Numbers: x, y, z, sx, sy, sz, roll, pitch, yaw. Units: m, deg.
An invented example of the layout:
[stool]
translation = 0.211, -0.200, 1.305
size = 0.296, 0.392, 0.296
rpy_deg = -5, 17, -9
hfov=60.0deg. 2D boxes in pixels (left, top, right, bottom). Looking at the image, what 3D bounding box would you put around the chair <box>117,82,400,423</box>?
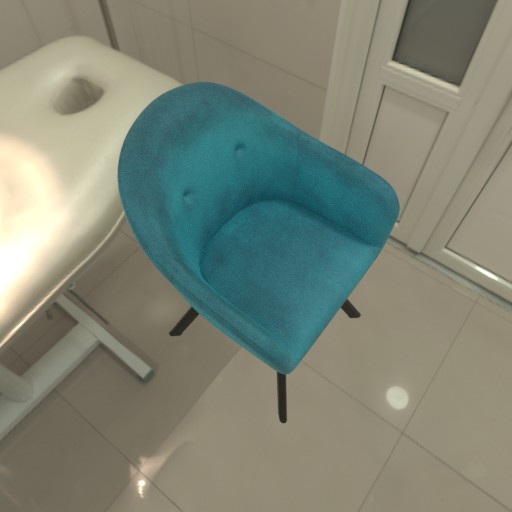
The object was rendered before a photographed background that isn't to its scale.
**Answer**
[chair]
translation = 0.000, 0.000, 1.204
size = 0.570, 0.780, 0.540
rpy_deg = 33, 63, 19
